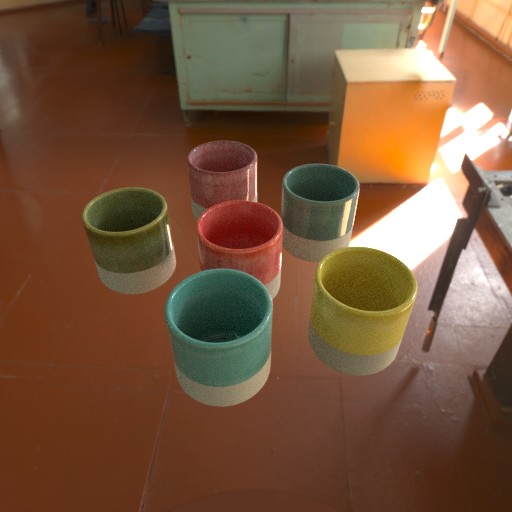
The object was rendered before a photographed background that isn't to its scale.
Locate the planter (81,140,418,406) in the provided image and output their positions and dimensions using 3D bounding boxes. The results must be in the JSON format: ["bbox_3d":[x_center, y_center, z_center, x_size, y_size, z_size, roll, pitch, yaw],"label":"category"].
[{"bbox_3d":[0.000,0.000,0.404,0.286,0.075,0.257,26,47,27],"label":"planter"}]
